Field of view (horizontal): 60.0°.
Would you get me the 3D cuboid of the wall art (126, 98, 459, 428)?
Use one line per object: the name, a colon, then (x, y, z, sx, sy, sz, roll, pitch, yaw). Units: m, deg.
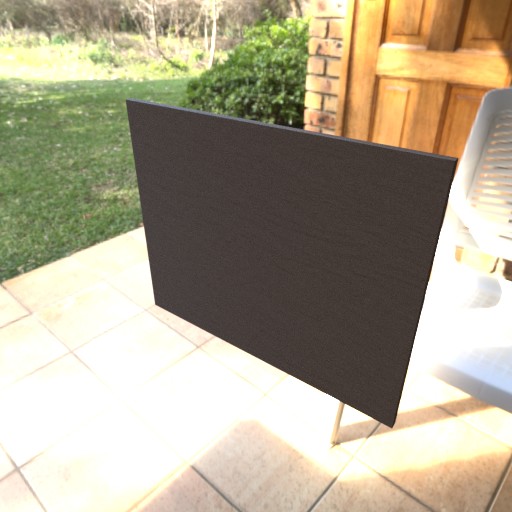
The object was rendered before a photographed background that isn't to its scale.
wall art: (0.000, 0.000, 0.683, 0.508, 0.406, 0.013, 21, 36, 31)
